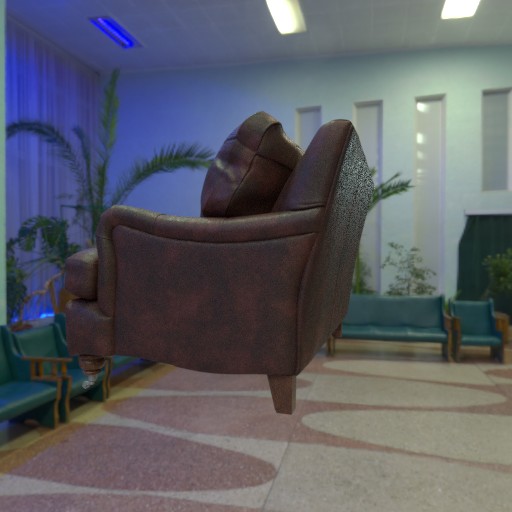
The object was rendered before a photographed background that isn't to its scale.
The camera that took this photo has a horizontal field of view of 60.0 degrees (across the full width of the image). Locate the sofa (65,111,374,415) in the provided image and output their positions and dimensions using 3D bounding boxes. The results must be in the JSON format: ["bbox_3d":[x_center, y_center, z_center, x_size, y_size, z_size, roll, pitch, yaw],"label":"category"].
[{"bbox_3d":[0.000,0.000,2.330,1.148,1.070,1.628,0,1,18],"label":"sofa"}]
